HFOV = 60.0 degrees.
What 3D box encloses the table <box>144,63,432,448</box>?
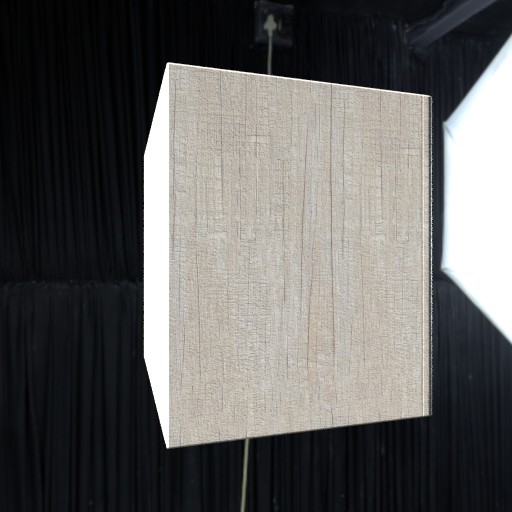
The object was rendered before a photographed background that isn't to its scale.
[{"bbox_3d":[0.000,0.000,0.917,0.420,0.510,0.570,0,0,-17],"label":"table"}]
